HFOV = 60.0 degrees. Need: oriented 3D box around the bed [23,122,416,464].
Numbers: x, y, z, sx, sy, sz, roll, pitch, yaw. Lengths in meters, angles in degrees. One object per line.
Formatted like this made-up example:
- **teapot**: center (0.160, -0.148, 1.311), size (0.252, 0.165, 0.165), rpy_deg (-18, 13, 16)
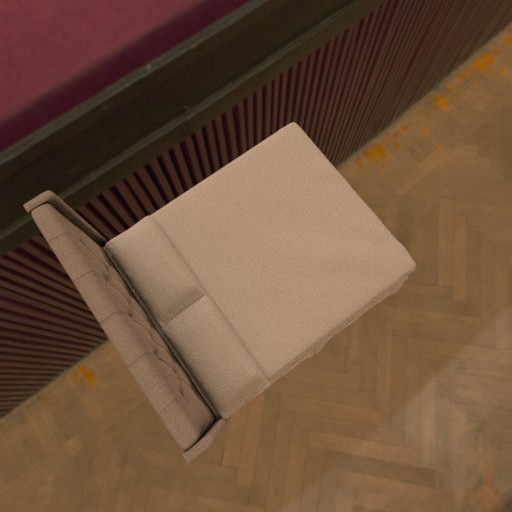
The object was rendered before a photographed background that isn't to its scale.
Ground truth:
- **bed**: center (0.000, 0.000, 3.297), size (2.066, 1.665, 1.719), rpy_deg (-35, 78, -9)
